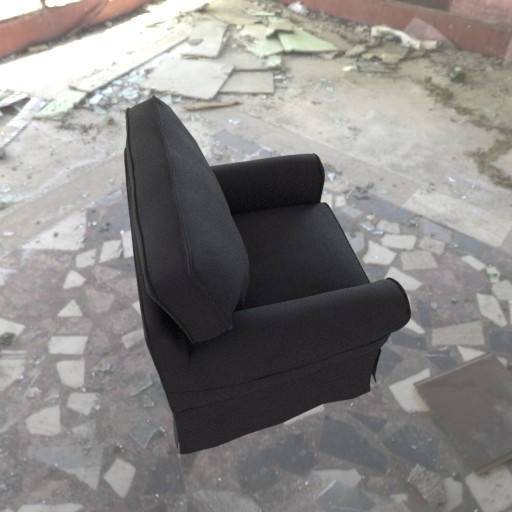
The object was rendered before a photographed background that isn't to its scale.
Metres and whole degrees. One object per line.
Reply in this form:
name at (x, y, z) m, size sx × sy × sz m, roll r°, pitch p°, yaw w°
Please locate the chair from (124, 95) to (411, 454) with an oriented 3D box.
chair at (0.000, 0.000, 1.950) m, size 1.002 × 1.140 × 1.119 m, roll -11°, pitch 47°, yaw -10°
